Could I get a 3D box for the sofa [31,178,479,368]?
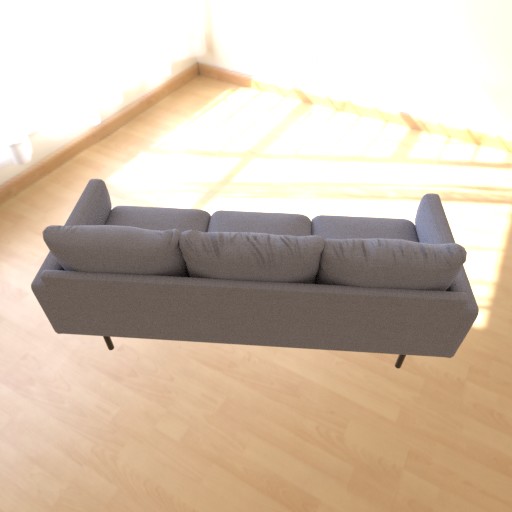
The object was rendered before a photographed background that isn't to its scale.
[{"bbox_3d":[0.000,0.000,2.353,2.000,0.830,0.850,3,46,3],"label":"sofa"}]
